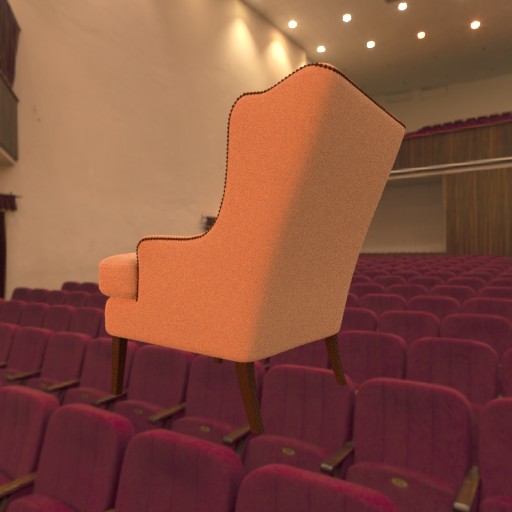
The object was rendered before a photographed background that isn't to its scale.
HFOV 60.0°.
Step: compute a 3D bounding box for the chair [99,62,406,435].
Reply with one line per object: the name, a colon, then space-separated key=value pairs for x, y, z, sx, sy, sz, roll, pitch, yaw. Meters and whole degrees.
chair: x=0.000 y=0.000 z=1.657 sx=0.940 sy=1.029 sz=0.737 roll=0 pitch=0 yaw=35
